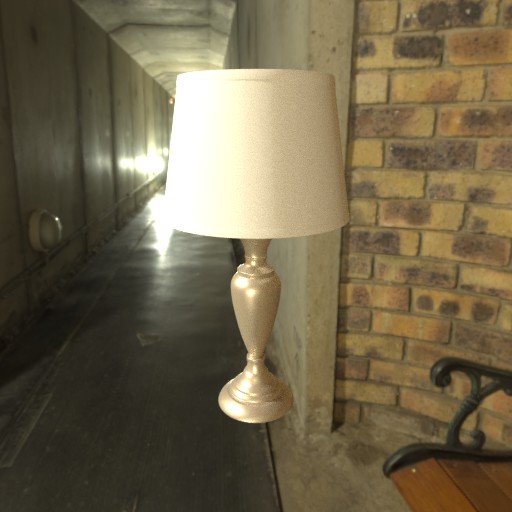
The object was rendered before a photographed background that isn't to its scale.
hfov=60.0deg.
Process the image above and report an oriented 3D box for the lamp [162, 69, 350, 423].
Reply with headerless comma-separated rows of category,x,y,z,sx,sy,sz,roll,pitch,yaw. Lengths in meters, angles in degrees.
lamp,0.000,0.000,0.815,0.328,0.612,0.328,0,17,0
